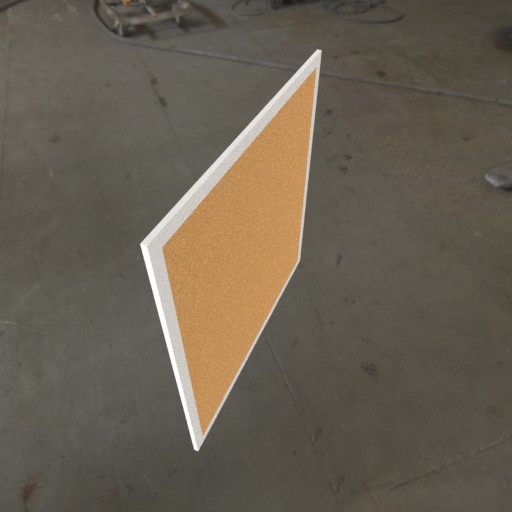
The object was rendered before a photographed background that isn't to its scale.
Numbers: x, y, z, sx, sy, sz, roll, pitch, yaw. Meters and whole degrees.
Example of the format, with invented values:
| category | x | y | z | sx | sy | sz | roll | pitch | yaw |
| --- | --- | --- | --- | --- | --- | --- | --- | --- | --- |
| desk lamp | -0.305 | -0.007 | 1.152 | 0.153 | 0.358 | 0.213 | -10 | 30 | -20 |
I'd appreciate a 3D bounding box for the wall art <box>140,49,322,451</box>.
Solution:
| category | x | y | z | sx | sy | sz | roll | pitch | yaw |
| --- | --- | --- | --- | --- | --- | --- | --- | --- | --- |
| wall art | 0.000 | 0.000 | 0.834 | 0.009 | 0.559 | 0.558 | 18 | 49 | 17 |
